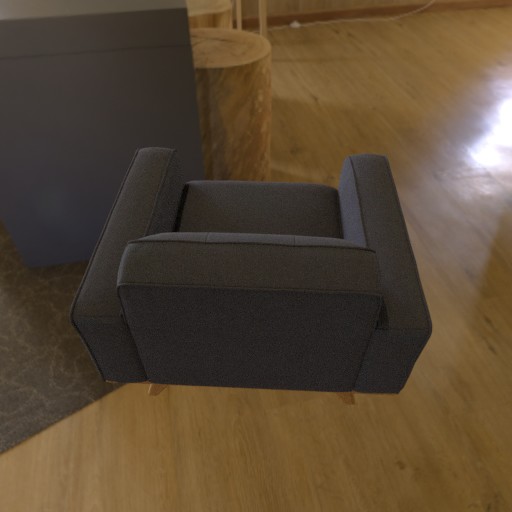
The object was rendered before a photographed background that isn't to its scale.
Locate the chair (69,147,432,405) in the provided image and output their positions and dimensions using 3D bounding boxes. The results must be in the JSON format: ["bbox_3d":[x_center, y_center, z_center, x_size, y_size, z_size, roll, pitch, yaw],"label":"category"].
[{"bbox_3d":[0.000,0.000,1.747,1.118,0.783,0.953,2,47,2],"label":"chair"}]
